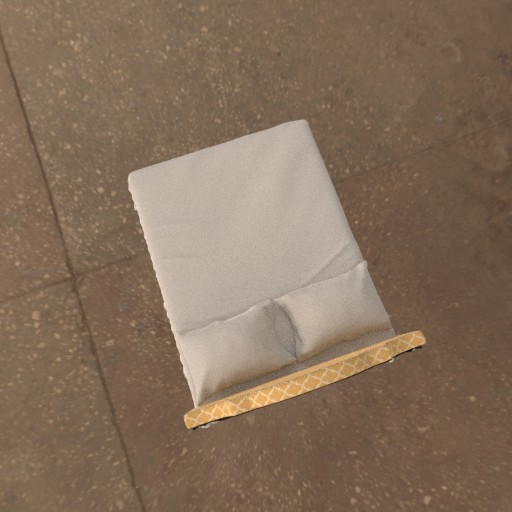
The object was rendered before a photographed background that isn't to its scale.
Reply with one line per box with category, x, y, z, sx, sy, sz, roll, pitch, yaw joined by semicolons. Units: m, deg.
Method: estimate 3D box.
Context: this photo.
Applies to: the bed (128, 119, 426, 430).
bed;0.000;0.000;3.358;1.780;1.633;2.222;-18;77;-5
